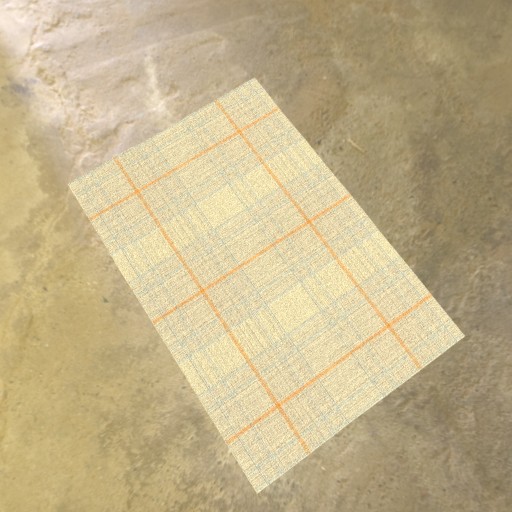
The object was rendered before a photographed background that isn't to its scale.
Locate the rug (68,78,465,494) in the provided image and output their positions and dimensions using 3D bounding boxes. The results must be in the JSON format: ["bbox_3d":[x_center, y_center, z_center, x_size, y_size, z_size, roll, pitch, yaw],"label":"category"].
[{"bbox_3d":[0.000,0.000,2.280,1.232,0.015,1.825,-33,76,-10],"label":"rug"}]
